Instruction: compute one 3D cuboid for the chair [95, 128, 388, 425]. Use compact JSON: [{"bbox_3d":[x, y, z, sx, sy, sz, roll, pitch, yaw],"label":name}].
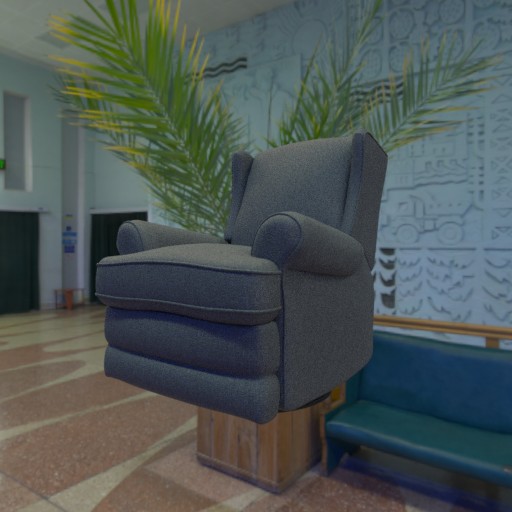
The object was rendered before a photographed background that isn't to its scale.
[{"bbox_3d":[0.000,0.000,1.697,0.847,1.011,0.969,1,2,38],"label":"chair"}]
